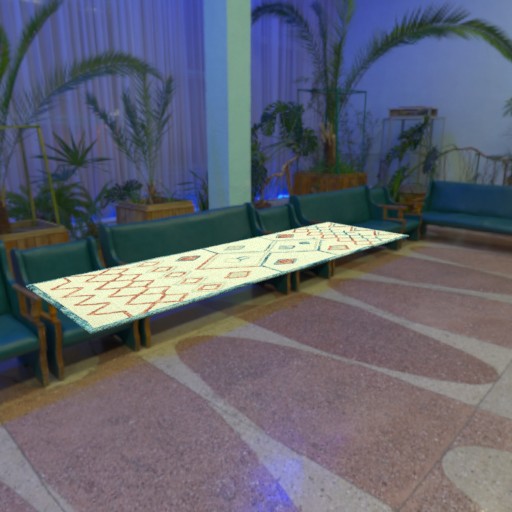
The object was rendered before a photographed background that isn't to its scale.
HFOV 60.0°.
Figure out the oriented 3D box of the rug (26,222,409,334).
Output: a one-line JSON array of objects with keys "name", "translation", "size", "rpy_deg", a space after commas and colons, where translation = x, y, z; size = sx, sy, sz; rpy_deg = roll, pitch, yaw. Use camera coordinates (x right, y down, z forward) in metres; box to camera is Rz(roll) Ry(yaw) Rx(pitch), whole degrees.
[{"name": "rug", "translation": [0.000, 0.000, 2.741], "size": [2.435, 0.011, 0.750], "rpy_deg": [-14, 21, -42]}]
